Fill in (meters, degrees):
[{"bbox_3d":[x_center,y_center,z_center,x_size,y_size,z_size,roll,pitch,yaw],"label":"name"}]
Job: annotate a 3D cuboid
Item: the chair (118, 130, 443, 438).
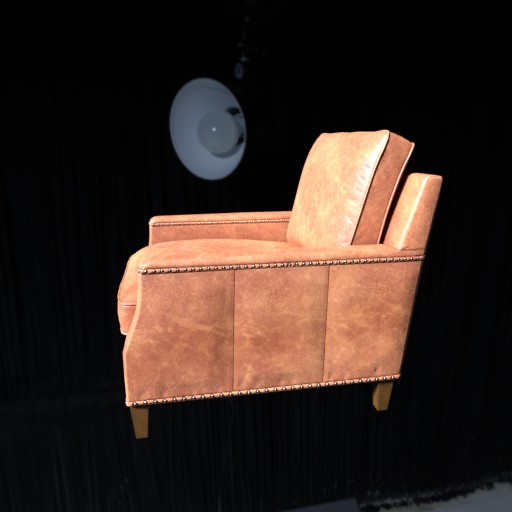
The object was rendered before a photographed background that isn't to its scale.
[{"bbox_3d":[0.000,0.000,1.739,1.014,0.943,0.853,-3,14,-10],"label":"chair"}]
